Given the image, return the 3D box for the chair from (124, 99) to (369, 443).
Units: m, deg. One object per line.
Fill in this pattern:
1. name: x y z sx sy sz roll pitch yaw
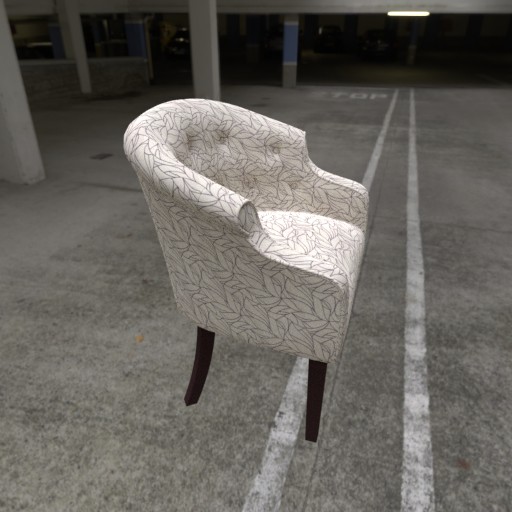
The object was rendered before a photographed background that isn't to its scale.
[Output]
1. chair: 0.000 0.000 1.341 0.613 0.858 0.686 9 30 15
